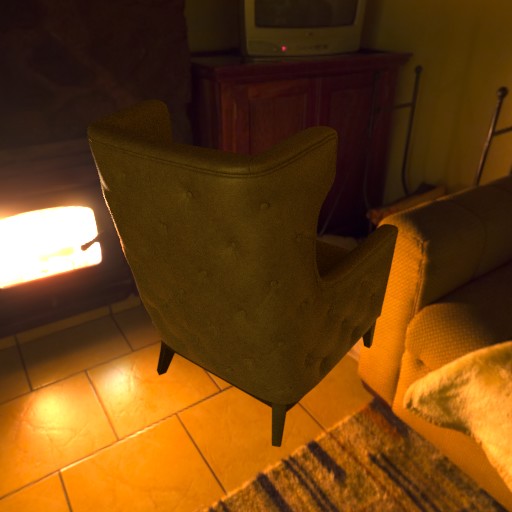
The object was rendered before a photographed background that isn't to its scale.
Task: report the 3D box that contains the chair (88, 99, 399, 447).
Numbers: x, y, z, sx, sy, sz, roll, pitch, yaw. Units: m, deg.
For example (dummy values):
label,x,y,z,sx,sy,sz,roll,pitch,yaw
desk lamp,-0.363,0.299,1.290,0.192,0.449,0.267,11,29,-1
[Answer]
label,x,y,z,sx,sy,sz,roll,pitch,yaw
chair,0.000,0.000,1.636,0.769,1.079,0.899,20,35,31
